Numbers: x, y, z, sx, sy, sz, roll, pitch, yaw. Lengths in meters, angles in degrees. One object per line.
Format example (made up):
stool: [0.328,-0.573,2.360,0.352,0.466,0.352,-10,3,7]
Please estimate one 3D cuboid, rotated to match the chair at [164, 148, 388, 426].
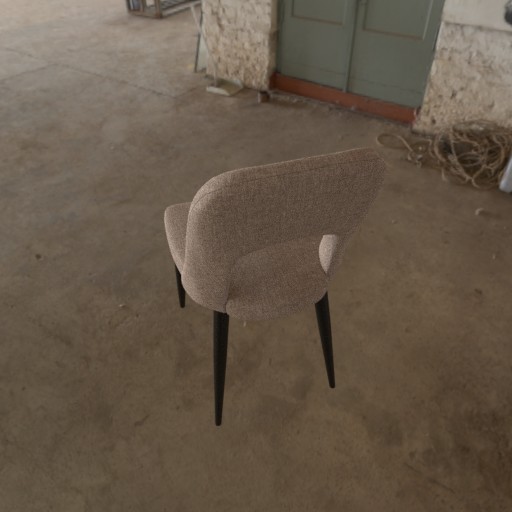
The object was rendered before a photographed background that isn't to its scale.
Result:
chair: [0.000,0.000,1.309,0.470,0.931,0.612,-13,43,-14]
